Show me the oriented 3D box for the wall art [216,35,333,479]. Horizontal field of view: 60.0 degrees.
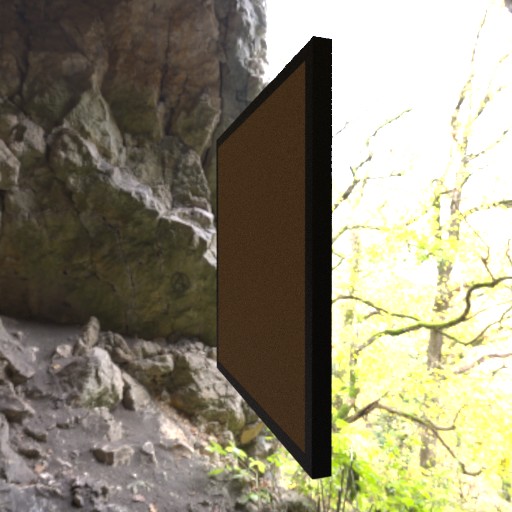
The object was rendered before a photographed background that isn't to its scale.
[{"bbox_3d":[0.000,0.000,1.132,0.038,0.765,0.765,0,1,-18],"label":"wall art"}]
